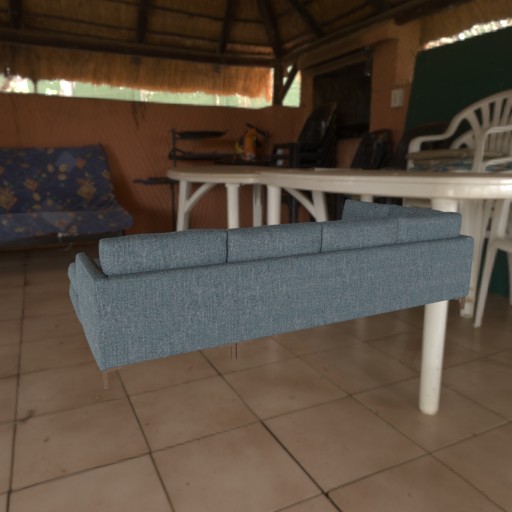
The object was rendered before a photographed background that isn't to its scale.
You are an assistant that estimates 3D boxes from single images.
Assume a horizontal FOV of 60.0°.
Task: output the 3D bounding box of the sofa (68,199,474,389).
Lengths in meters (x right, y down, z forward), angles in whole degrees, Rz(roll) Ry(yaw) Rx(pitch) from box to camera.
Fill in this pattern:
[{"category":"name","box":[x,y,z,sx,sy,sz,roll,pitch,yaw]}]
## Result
[{"category":"sofa","box":[0.000,0.000,3.515,2.737,0.753,1.879,-6,13,-27]}]
